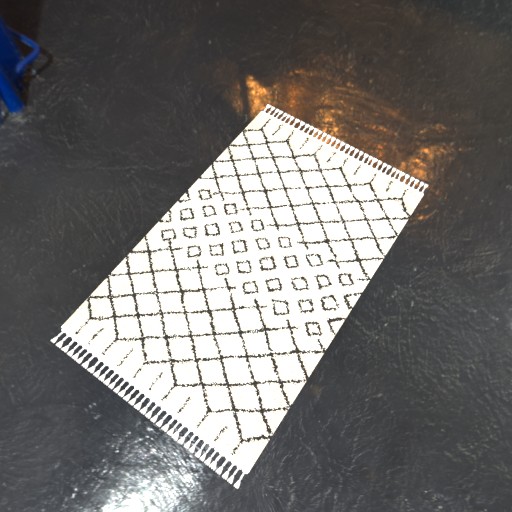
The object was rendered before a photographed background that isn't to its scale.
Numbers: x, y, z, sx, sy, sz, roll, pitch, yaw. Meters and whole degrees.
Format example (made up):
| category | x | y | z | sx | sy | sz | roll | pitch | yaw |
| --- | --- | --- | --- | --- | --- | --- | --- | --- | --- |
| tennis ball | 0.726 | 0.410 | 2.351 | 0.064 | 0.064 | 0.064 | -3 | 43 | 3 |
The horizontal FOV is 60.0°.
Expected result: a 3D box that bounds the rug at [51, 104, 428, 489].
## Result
| category | x | y | z | sx | sy | sz | roll | pitch | yaw |
| --- | --- | --- | --- | --- | --- | --- | --- | --- | --- |
| rug | 0.000 | 0.000 | 2.496 | 1.196 | 0.008 | 2.006 | 32 | 67 | 15 |
